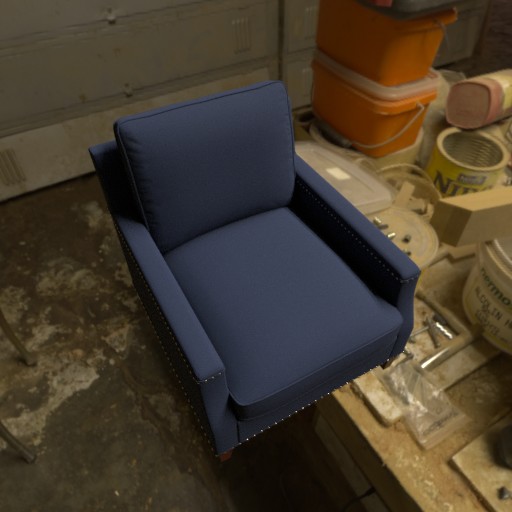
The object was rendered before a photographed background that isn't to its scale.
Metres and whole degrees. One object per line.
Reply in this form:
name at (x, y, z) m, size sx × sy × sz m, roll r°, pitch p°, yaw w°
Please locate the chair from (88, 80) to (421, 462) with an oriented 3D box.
chair at (0.000, 0.000, 1.691) m, size 0.853 × 0.943 × 1.014 m, roll -22°, pitch 51°, yaw -20°
